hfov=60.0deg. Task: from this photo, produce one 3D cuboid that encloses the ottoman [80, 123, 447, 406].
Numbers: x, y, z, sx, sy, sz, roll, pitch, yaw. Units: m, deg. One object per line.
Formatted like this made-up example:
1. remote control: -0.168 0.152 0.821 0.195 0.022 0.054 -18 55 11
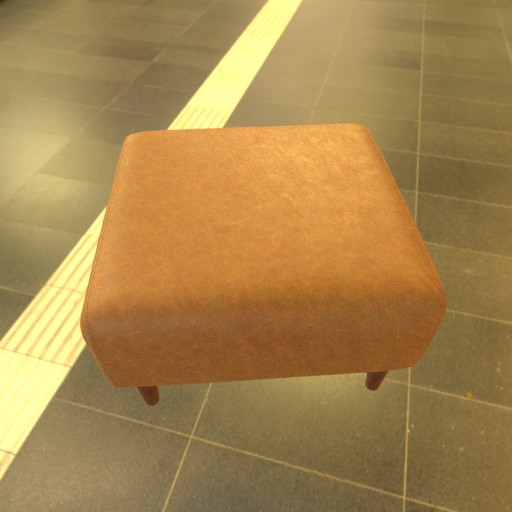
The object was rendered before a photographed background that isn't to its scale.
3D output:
1. ottoman: 0.000 0.000 1.073 0.650 0.399 0.650 -3 46 -3
